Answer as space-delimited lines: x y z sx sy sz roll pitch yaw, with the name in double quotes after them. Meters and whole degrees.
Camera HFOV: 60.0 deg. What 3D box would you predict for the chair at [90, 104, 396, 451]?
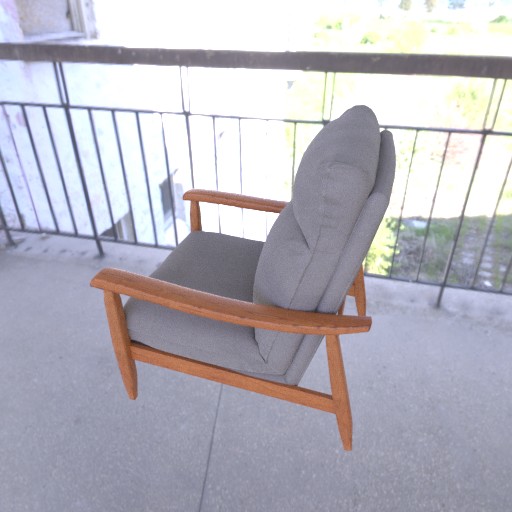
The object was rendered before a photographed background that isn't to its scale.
0.000 0.000 1.525 0.816 0.922 0.782 8 32 13 "chair"
